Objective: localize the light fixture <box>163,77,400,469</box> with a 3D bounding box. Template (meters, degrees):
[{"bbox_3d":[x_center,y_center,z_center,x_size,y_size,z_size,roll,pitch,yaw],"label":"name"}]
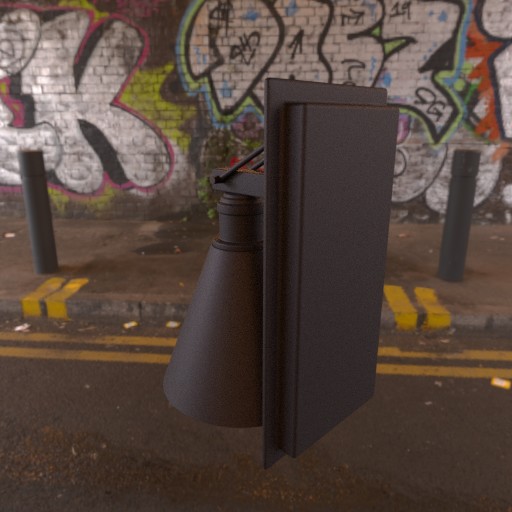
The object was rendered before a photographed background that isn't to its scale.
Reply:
[{"bbox_3d":[0.000,0.000,0.423,0.207,0.298,0.170,16,23,43],"label":"light fixture"}]
